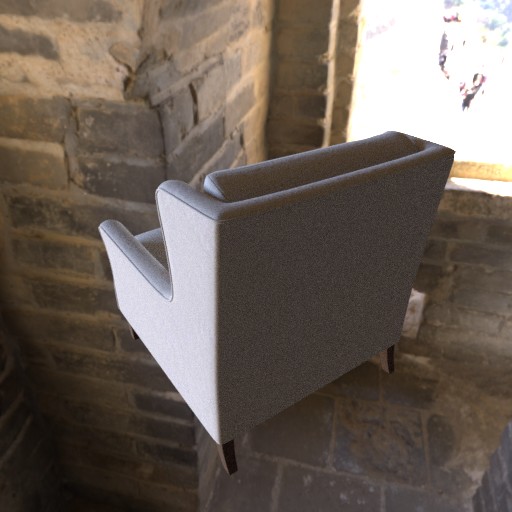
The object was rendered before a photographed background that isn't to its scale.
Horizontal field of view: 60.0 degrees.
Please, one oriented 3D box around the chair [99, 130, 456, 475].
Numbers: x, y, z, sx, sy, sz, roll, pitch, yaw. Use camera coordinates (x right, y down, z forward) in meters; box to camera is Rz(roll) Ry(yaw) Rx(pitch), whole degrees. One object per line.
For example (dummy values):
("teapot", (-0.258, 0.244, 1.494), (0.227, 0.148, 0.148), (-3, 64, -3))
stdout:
("chair", (0.000, 0.000, 1.836), (0.982, 1.056, 1.040), (-20, 36, -30))
